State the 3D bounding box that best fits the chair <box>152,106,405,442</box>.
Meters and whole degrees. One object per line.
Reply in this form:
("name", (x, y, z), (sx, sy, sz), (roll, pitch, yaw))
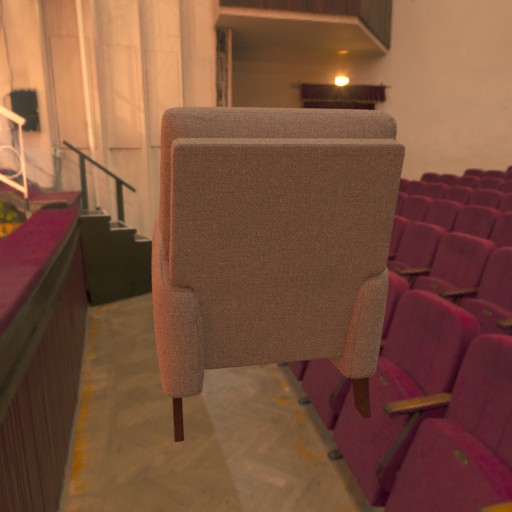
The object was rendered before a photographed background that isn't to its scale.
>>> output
("chair", (0.000, 0.000, 1.648), (0.762, 0.990, 0.990), (-3, 14, -11))
